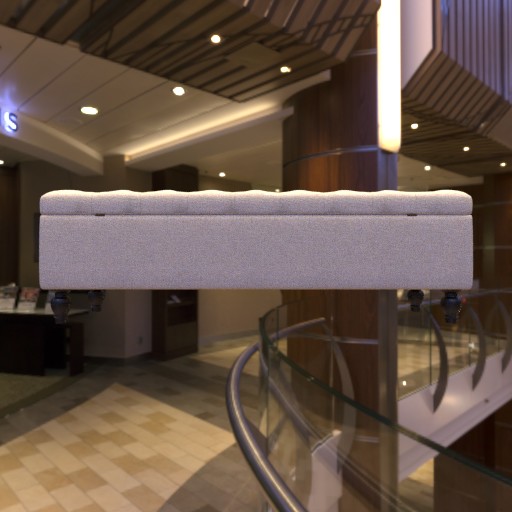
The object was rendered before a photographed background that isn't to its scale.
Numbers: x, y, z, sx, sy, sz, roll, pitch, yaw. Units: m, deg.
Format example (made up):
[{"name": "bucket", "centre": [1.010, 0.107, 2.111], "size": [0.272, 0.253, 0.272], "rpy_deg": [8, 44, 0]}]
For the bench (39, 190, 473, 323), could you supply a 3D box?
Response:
[{"name": "bench", "centre": [0.000, 0.000, 1.715], "size": [1.480, 0.467, 0.455], "rpy_deg": [0, 0, 0]}]
